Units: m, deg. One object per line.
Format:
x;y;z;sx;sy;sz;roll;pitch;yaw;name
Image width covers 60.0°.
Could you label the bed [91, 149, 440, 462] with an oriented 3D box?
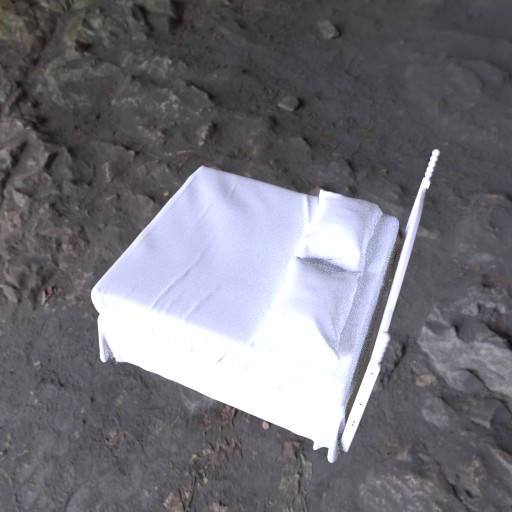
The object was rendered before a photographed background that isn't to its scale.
0.000;0.000;3.245;2.040;1.356;1.873;18;49;16;bed
